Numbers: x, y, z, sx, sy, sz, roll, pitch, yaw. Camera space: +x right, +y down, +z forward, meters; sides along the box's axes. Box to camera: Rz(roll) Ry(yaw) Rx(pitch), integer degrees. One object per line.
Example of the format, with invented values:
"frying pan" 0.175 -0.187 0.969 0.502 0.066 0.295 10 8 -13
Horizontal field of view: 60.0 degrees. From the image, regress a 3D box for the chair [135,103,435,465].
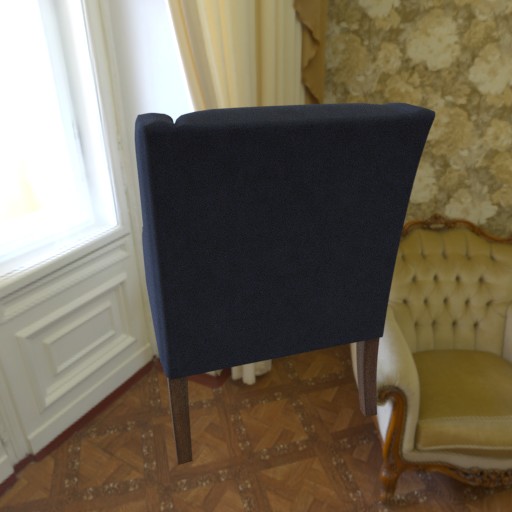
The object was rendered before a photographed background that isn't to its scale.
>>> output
"chair" 0.000 0.000 1.299 0.629 0.895 0.629 -8 27 -15
